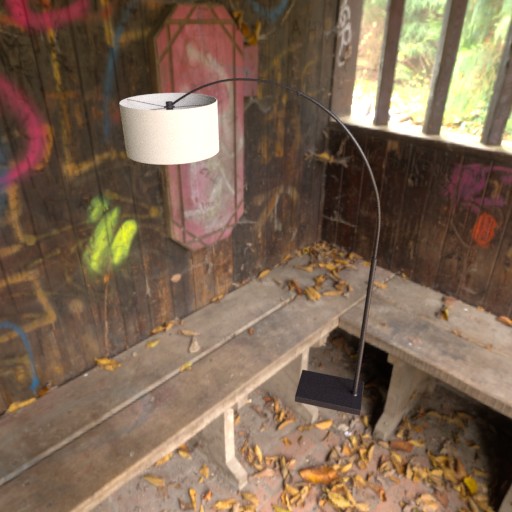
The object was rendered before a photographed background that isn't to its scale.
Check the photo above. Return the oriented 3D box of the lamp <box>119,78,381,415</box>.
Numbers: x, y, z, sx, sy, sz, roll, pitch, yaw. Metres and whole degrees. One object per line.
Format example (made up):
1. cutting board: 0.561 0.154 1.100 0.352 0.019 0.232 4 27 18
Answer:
1. lamp: 0.000 0.000 2.574 1.424 1.927 0.493 8 30 14
